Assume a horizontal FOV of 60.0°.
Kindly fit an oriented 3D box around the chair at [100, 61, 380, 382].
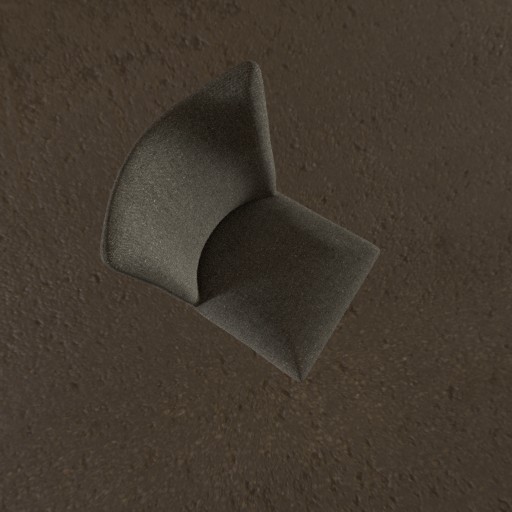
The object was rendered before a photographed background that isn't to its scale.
[{"bbox_3d":[0.000,0.000,1.318,0.623,0.924,0.535,32,78,8],"label":"chair"}]
